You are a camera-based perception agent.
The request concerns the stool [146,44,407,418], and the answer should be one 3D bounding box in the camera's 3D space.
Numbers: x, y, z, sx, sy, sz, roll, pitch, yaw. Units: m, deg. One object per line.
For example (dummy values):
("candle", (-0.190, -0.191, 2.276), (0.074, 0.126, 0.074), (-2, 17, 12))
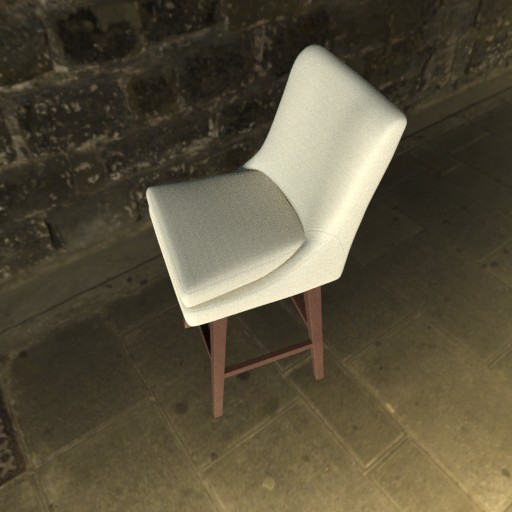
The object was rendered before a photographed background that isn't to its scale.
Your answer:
("stool", (0.000, 0.000, 1.403), (0.559, 1.093, 0.483), (-16, 49, -14))
